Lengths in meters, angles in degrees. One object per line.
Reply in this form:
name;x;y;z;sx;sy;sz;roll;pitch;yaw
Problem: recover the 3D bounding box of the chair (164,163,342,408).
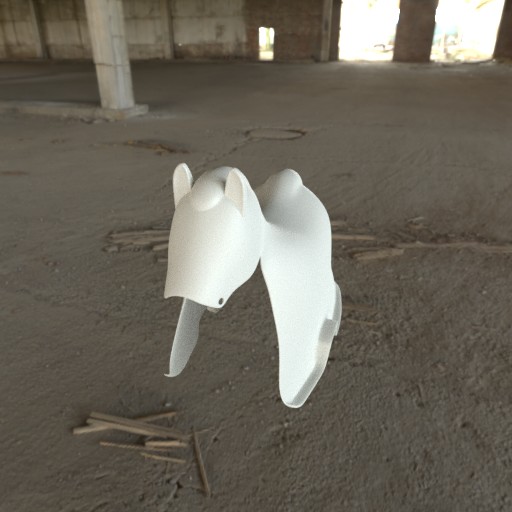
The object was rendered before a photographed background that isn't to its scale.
chair;0.000;0.000;1.152;0.429;0.612;0.800;9;28;17
